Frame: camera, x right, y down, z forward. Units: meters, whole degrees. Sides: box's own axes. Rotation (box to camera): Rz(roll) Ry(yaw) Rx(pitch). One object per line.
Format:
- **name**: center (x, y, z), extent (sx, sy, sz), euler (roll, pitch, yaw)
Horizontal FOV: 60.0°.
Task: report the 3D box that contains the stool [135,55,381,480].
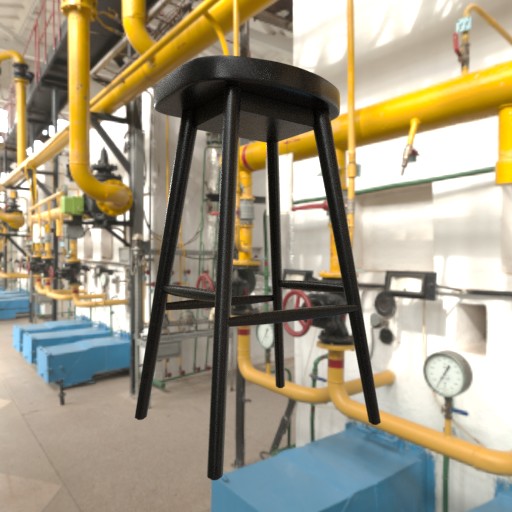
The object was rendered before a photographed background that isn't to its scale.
- **stool**: center (0.000, 0.000, 1.005), extent (0.440, 0.749, 0.361), euler (0, 0, -36)
